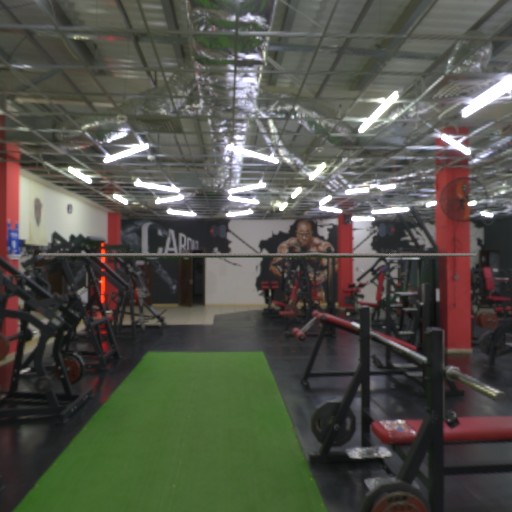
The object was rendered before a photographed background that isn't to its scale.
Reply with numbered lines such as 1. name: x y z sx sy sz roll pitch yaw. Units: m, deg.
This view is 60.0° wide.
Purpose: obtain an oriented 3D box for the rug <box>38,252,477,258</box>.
1. rug: 0.000 0.000 4.230 3.007 0.032 2.434 0 0 -1
